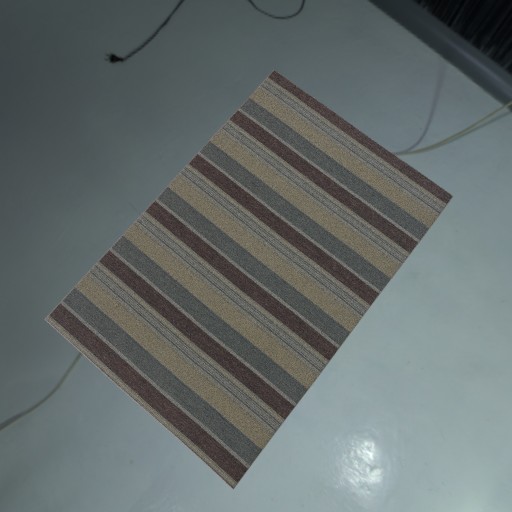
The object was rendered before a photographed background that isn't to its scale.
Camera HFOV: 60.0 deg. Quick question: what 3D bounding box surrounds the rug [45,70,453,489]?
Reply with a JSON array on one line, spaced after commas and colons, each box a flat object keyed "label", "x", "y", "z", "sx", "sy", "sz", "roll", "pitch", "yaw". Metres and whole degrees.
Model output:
[{"label": "rug", "x": 0.000, "y": 0.000, "z": 2.274, "sx": 1.219, "sy": 0.008, "sz": 1.829, "roll": 38, "pitch": 79, "yaw": 9}]
